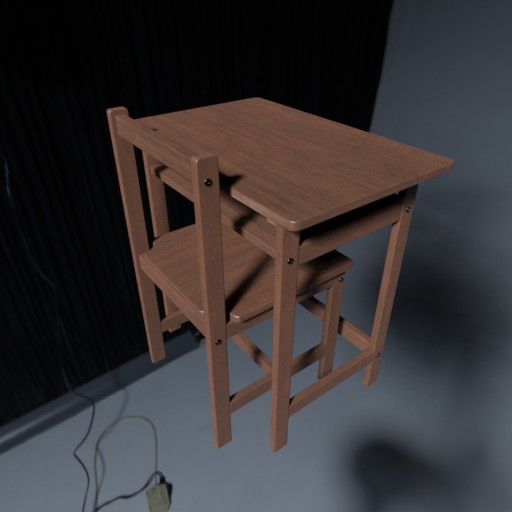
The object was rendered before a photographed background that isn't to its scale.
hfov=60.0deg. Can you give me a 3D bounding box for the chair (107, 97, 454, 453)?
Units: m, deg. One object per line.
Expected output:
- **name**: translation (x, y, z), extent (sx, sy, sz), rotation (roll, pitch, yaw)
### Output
- **chair**: translation (0.000, 0.000, 1.031), extent (0.463, 0.673, 0.599), rotation (-22, 39, -30)
